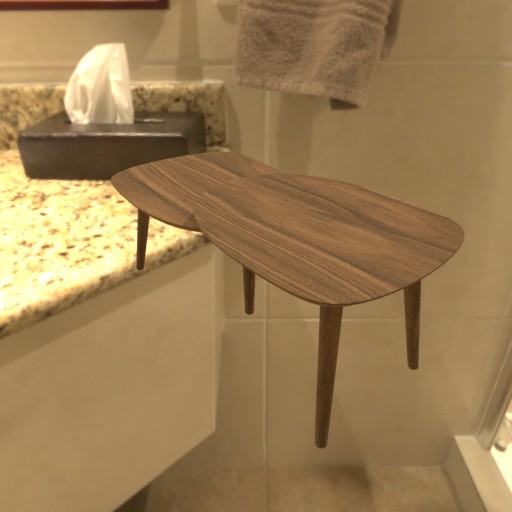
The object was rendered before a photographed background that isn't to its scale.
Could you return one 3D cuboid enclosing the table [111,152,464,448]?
[{"bbox_3d":[0.000,0.000,1.330,0.527,0.429,1.084,-21,37,-31],"label":"table"}]
